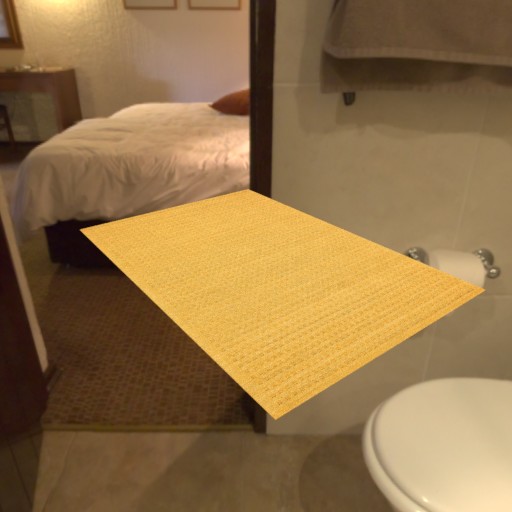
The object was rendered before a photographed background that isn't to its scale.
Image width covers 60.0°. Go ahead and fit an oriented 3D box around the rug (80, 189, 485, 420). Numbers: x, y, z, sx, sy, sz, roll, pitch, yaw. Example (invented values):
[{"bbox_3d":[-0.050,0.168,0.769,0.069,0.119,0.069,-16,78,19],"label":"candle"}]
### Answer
[{"bbox_3d":[0.000,0.000,3.707,1.981,0.006,2.895,-19,33,-33],"label":"rug"}]
